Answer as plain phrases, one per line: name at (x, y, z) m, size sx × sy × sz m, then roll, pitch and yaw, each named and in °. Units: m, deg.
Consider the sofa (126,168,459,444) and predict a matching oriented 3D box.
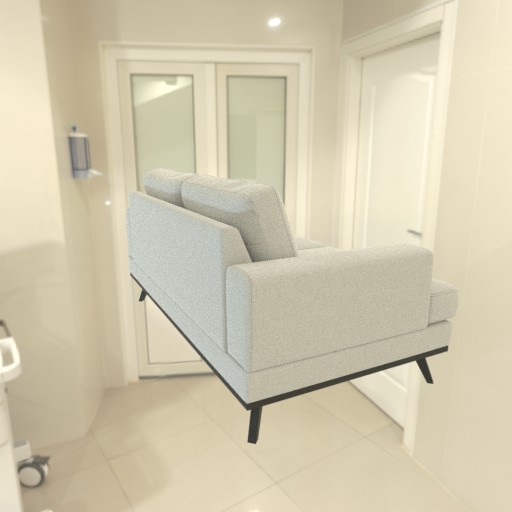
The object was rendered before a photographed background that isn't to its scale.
sofa at (0.000, 0.000, 2.173) m, size 0.920 × 0.810 × 1.650 m, roll -7°, pitch 16°, yaw -27°
